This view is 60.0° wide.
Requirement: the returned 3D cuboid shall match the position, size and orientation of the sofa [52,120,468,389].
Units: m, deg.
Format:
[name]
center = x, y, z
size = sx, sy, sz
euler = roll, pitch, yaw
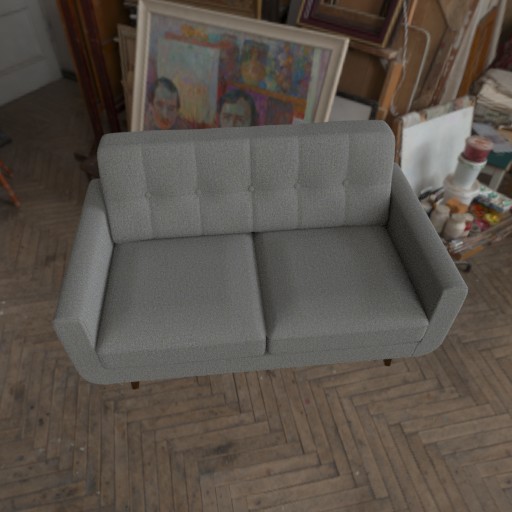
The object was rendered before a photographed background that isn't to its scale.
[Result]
[sofa]
center = 0.000, 0.000, 2.153
size = 1.651, 0.925, 0.952
euler = -4, 45, -4
